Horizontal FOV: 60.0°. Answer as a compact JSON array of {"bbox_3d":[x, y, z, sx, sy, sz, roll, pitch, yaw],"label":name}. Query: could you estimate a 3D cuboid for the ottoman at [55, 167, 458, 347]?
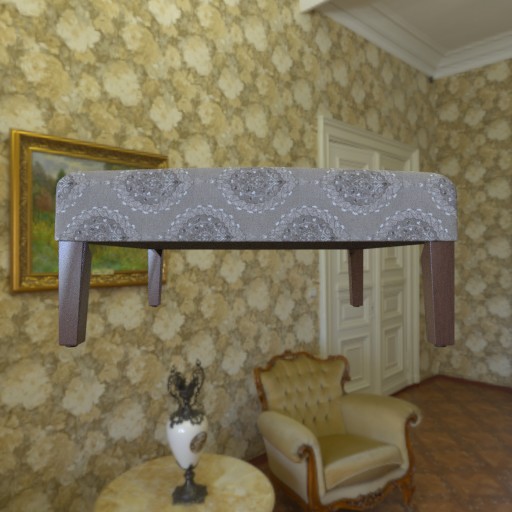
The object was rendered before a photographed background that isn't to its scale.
[{"bbox_3d":[0.000,0.000,1.406,0.890,0.411,0.889,0,0,0],"label":"ottoman"}]
